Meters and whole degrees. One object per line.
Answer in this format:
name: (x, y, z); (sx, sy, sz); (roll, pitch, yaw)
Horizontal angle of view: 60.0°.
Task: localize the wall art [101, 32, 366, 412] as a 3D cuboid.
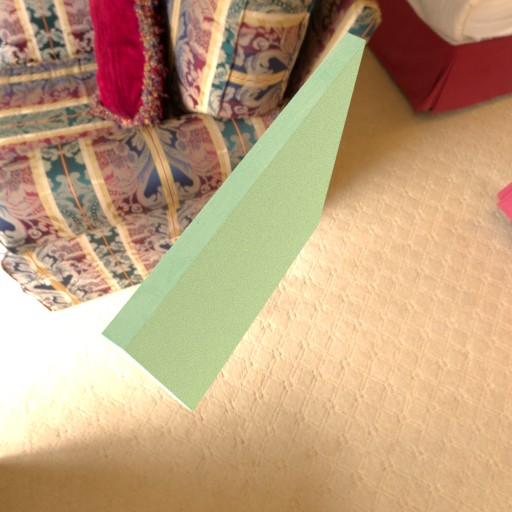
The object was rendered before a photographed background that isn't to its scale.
wall art: (0.000, 0.000, 0.884); (0.036, 0.603, 0.603); (30, 68, 14)
